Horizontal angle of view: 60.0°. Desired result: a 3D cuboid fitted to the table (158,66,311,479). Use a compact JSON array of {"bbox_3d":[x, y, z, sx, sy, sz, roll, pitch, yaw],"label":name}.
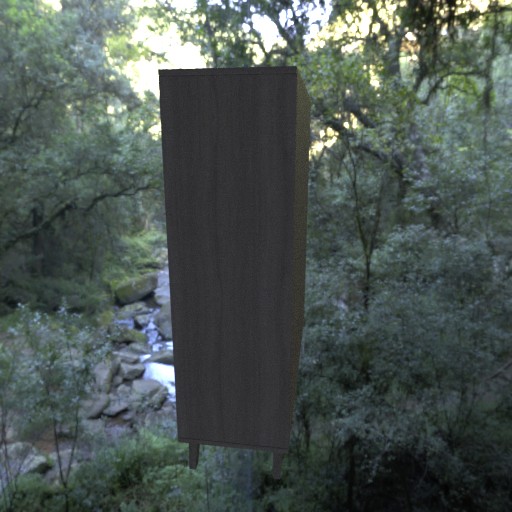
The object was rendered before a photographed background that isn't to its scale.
[{"bbox_3d":[0.000,0.000,1.946,0.398,1.388,1.111,2,15,8],"label":"table"}]
